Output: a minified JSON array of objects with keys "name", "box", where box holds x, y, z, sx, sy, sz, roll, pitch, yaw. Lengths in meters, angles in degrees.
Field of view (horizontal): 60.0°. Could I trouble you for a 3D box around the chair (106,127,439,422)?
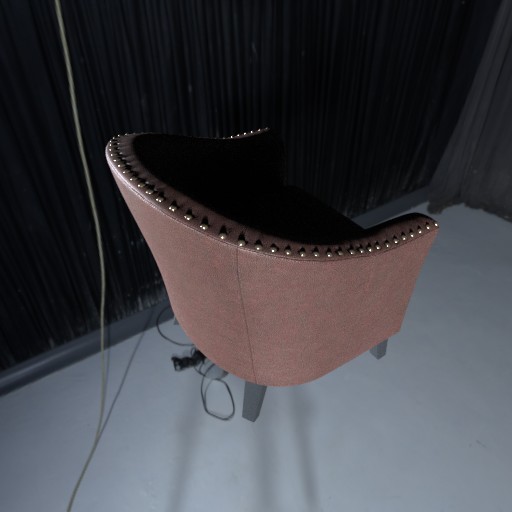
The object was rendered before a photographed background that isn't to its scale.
[{"name":"chair","box":[0.000,0.000,1.435,0.748,0.823,0.794,-24,45,-27]}]
